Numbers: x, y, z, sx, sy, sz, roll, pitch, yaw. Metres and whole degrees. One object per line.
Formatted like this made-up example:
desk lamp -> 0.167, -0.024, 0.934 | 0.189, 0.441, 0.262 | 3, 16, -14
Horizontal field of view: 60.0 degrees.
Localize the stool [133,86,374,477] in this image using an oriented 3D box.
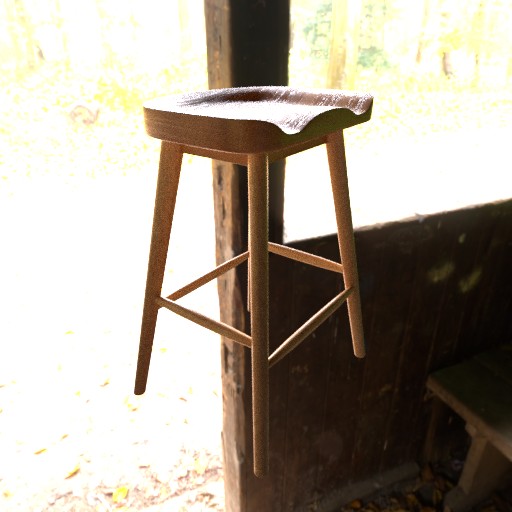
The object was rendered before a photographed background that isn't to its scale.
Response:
stool -> 0.000, 0.000, 0.907 | 0.361, 0.615, 0.440 | 18, 32, 33
